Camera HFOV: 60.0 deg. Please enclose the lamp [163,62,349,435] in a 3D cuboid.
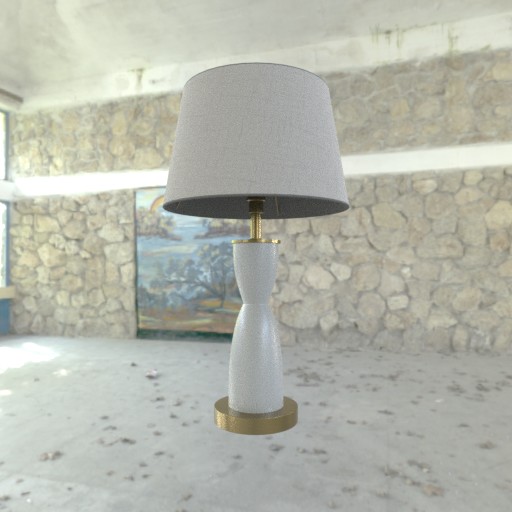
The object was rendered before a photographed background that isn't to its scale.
[{"bbox_3d":[0.000,0.000,0.745,0.309,0.545,0.309,0,-1,0],"label":"lamp"}]
